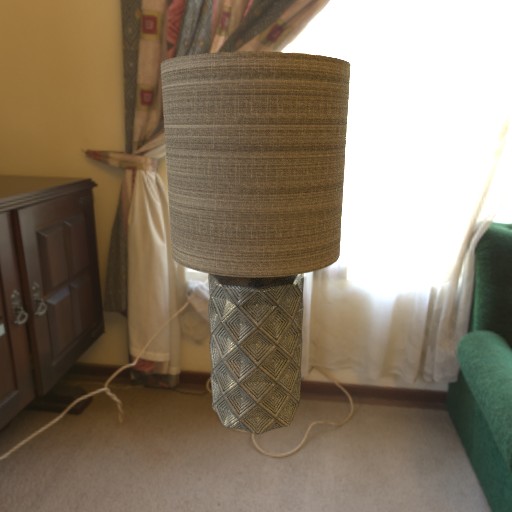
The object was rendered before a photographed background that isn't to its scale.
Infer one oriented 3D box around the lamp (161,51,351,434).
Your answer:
[{"bbox_3d":[0.000,0.000,0.716,0.269,0.566,0.268,-2,16,-8],"label":"lamp"}]
